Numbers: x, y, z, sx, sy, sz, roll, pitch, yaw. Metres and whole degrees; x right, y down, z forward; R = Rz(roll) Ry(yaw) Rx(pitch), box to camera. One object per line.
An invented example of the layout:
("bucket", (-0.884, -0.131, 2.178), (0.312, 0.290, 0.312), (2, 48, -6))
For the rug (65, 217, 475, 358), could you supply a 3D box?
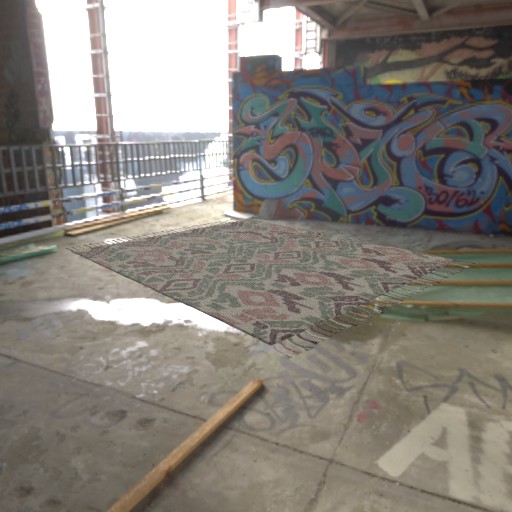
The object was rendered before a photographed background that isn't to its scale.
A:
("rug", (0.000, 0.000, 4.116), (2.438, 0.010, 3.048), (-15, 21, -42))
